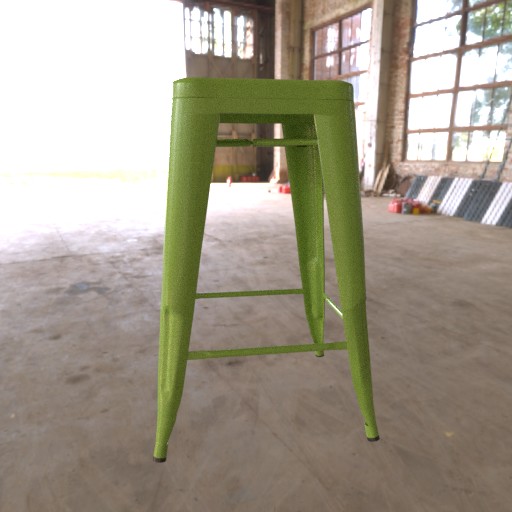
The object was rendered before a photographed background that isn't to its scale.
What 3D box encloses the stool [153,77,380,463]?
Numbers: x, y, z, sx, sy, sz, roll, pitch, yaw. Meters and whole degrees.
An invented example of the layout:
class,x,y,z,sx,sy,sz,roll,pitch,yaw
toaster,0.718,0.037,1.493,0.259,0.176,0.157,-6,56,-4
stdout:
class,x,y,z,sx,sy,sz,roll,pitch,yaw
stool,0.000,0.000,0.858,0.398,0.609,0.358,-2,14,-8
